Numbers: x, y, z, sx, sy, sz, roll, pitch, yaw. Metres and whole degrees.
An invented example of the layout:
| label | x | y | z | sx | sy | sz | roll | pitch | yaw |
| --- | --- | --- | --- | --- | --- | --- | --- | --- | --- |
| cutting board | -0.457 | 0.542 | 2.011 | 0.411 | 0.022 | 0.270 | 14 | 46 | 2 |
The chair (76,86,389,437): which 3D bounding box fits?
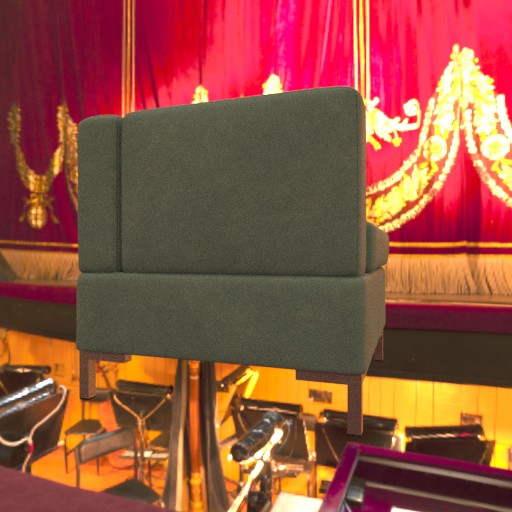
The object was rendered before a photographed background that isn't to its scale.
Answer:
| label | x | y | z | sx | sy | sz | roll | pitch | yaw |
| --- | --- | --- | --- | --- | --- | --- | --- | --- | --- |
| chair | 0.000 | 0.000 | 1.221 | 0.680 | 0.660 | 0.680 | 0 | 0 | 19 |
